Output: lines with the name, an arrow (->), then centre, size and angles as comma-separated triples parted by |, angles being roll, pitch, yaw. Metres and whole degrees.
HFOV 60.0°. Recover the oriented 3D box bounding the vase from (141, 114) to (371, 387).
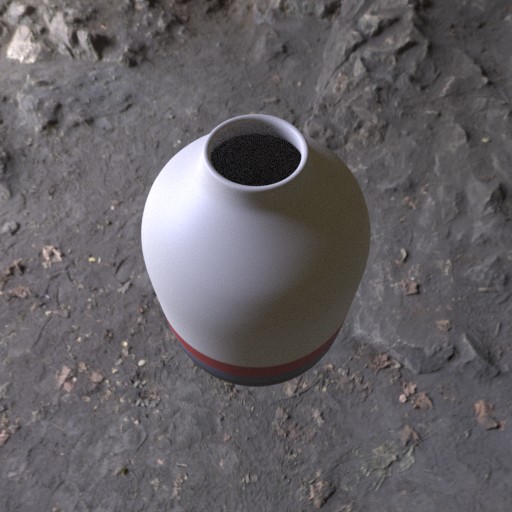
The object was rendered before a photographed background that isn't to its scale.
vase -> 0.000, 0.000, 0.362 | 0.169, 0.237, 0.169 | 0, 58, 0
